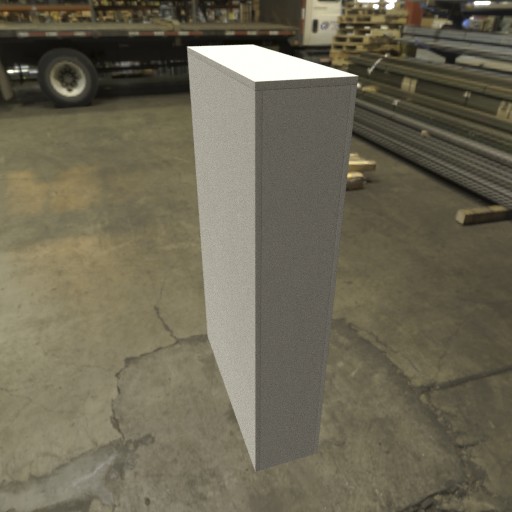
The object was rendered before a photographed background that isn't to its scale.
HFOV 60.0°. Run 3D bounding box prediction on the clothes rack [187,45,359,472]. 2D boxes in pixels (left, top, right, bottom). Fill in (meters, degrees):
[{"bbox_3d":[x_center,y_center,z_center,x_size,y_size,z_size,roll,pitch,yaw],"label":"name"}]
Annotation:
[{"bbox_3d":[0.000,0.000,1.560,0.250,1.280,0.750,-9,32,-16],"label":"clothes rack"}]
